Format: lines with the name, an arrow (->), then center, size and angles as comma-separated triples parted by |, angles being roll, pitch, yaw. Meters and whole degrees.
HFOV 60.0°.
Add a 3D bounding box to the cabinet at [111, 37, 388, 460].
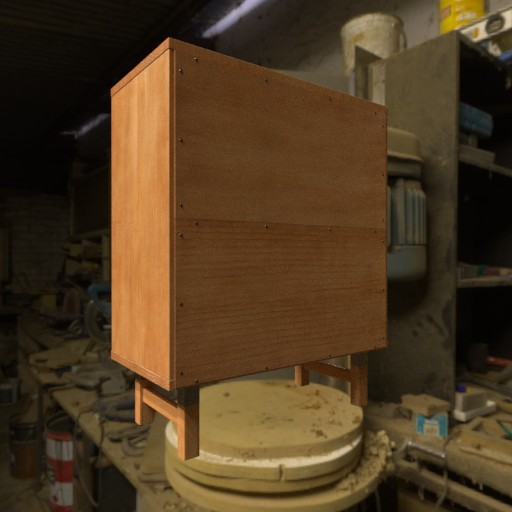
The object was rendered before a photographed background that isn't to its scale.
cabinet -> 0.000, 0.000, 1.415 | 0.800, 1.001, 0.419 | 0, 0, -37
